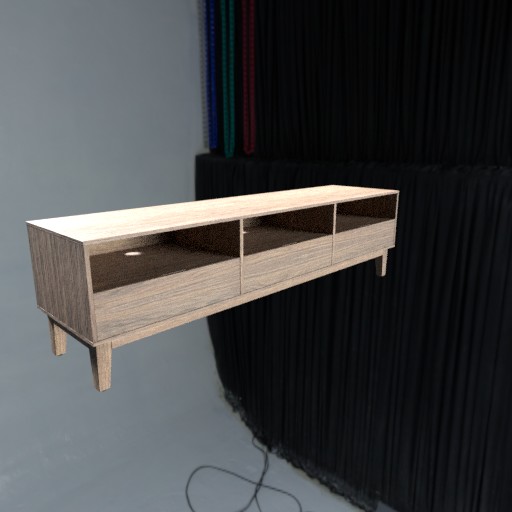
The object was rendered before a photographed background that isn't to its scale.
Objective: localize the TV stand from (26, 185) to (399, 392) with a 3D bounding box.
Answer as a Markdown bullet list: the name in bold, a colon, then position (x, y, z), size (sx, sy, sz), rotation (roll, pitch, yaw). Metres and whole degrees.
- **TV stand**: position (0.000, 0.000, 1.692), size (0.366, 0.409, 1.482), rotation (14, 20, 43)
